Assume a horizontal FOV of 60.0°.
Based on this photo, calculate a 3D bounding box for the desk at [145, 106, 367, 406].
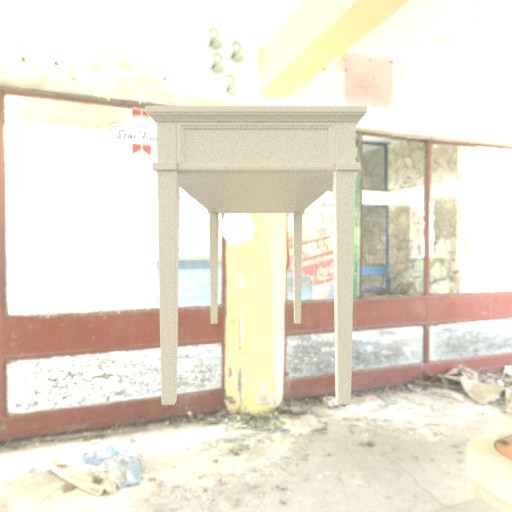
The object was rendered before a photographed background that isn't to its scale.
[{"bbox_3d":[0.000,0.000,1.806,0.559,0.774,1.372,0,1,0],"label":"desk"}]
